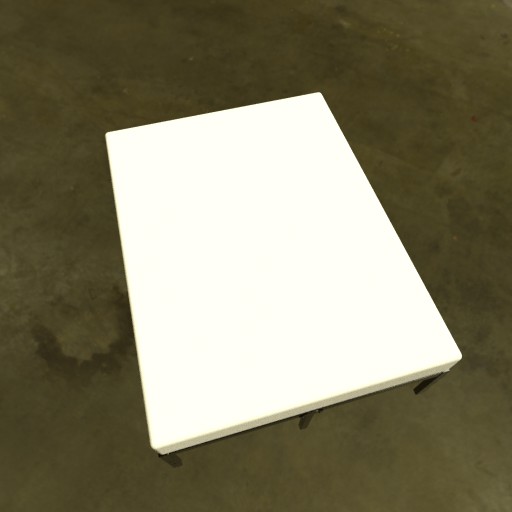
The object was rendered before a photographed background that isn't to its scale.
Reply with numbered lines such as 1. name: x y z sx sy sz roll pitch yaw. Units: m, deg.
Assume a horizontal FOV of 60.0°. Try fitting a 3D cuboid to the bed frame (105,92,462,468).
1. bed frame: 0.000 0.000 2.839 1.557 0.659 2.072 -14 60 -8
